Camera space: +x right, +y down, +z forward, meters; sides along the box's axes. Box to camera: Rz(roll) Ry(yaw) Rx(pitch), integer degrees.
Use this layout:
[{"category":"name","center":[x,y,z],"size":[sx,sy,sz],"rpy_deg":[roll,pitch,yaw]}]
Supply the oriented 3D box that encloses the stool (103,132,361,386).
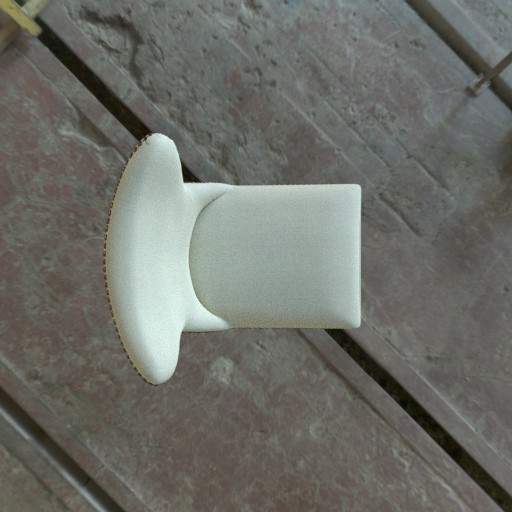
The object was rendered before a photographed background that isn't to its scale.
[{"category":"stool","center":[0.000,0.000,1.328],"size":[0.608,0.981,0.498],"rpy_deg":[0,91,0]}]
